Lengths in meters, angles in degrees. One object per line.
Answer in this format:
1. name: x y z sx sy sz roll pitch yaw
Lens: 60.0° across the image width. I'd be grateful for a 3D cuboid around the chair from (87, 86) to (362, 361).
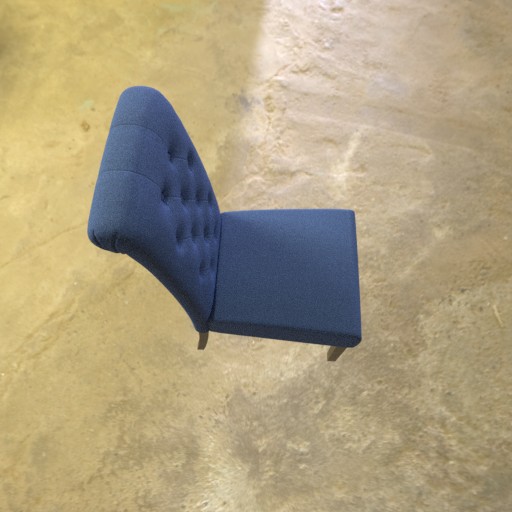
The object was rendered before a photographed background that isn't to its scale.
1. chair: 0.000 0.000 1.379 0.671 1.006 0.456 3 64 1
